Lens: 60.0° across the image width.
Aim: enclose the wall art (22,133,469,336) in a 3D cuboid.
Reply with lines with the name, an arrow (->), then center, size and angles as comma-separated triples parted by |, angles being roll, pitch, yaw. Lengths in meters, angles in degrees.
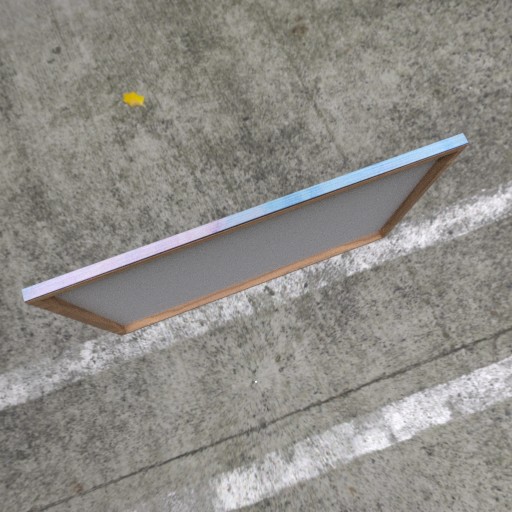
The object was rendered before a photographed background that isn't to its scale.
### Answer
wall art -> 0.000, 0.000, 0.759 | 0.604, 0.402, 0.018 | -20, 75, -6
